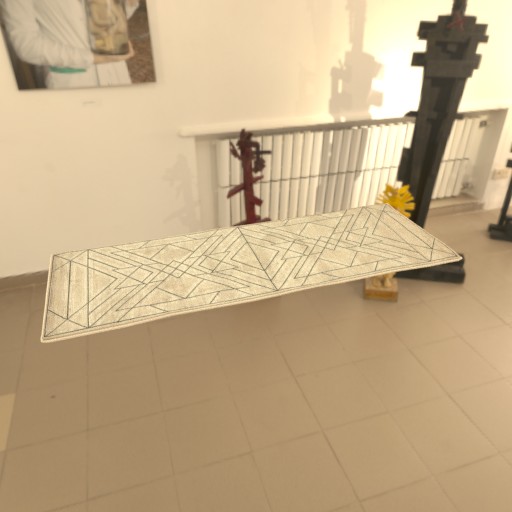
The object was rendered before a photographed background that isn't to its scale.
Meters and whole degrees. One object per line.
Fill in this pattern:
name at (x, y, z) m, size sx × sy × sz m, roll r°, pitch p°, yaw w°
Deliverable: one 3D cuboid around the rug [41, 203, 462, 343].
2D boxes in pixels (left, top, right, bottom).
rug at (0.000, 0.000, 2.705) m, size 2.381 × 0.036 × 0.831 m, roll -10°, pitch 33°, yaw -16°
